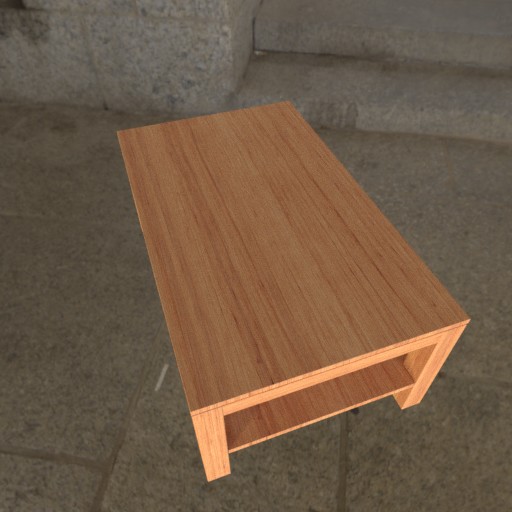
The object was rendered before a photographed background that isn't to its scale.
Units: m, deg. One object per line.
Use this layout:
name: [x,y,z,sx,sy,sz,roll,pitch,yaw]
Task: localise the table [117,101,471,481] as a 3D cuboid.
table: [0.000,0.000,1.527,0.695,0.457,1.146,-15,48,-13]
